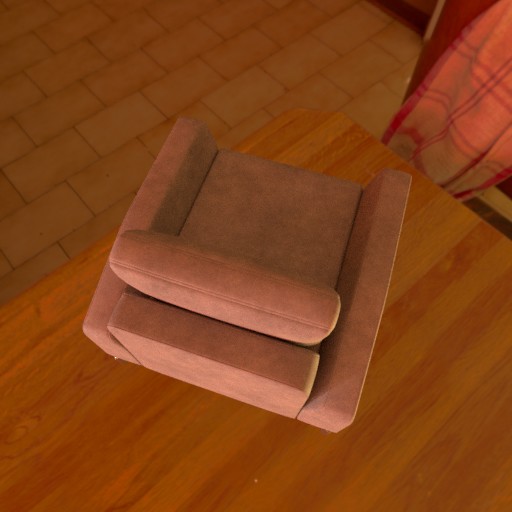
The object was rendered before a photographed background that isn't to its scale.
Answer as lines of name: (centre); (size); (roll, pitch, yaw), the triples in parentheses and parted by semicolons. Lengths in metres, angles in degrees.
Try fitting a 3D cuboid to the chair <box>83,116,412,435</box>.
chair: (0.000, 0.000, 1.564); (0.900, 0.800, 0.900); (16, 64, 8)
